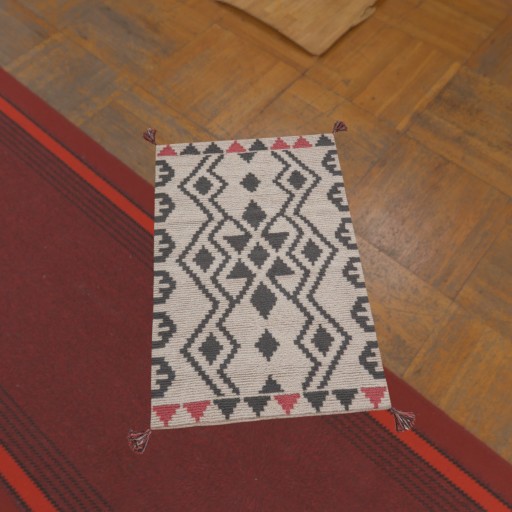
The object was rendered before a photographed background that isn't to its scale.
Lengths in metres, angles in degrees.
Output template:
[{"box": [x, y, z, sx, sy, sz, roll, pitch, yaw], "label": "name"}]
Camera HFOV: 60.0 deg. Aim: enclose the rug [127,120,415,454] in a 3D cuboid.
[{"box": [0.000, 0.000, 2.624, 1.444, 0.067, 2.069, -4, 63, -2], "label": "rug"}]
